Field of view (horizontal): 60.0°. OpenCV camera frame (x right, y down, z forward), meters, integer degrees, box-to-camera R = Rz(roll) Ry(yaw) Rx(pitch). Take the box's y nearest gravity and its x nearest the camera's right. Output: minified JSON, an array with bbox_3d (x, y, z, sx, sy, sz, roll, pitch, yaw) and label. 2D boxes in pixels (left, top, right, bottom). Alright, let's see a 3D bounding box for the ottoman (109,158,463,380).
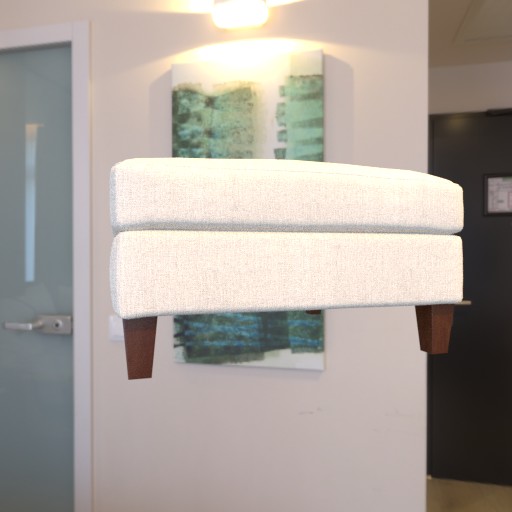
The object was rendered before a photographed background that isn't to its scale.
[{"bbox_3d":[0.000,0.000,1.346,0.838,0.478,0.838,0,1,-18],"label":"ottoman"}]
